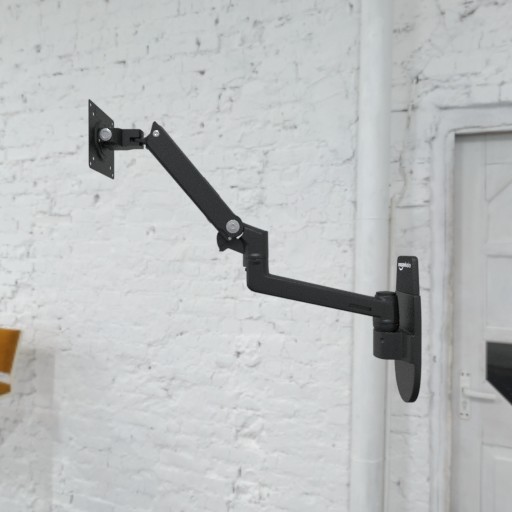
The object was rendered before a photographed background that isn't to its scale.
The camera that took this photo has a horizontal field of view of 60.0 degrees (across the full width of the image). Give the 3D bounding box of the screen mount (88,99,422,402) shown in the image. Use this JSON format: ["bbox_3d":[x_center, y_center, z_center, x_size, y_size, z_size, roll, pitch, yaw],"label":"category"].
[{"bbox_3d":[0.000,0.000,0.712,0.495,0.466,0.115,0,1,0],"label":"screen mount"}]
